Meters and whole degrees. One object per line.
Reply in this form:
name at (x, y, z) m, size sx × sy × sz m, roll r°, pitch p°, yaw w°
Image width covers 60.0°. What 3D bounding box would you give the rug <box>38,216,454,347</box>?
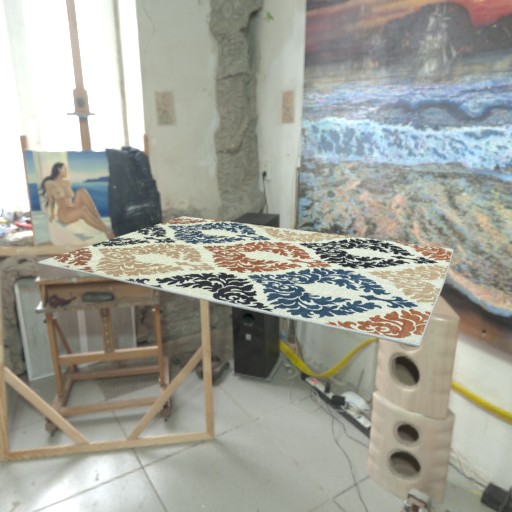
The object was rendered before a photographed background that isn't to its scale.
rug at (0.000, 0.000, 2.888) m, size 2.275 × 0.014 × 1.514 m, roll 9°, pitch 19°, yaw 26°
